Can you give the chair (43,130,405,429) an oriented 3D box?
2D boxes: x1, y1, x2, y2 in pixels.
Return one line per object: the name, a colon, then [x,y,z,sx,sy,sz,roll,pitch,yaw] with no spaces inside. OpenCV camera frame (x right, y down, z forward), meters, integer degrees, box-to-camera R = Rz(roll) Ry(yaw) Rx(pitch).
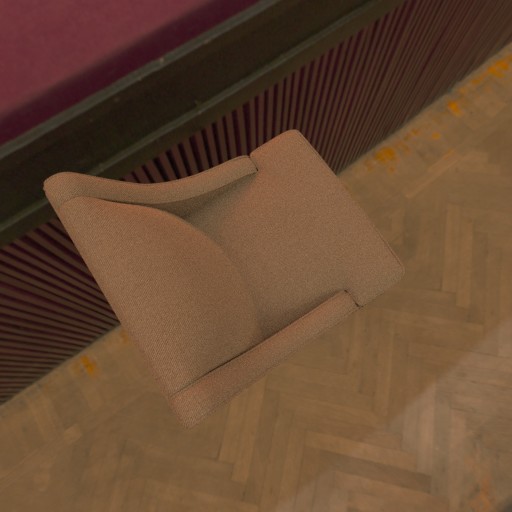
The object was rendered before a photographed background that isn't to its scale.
chair: [0.000,0.000,1.375,0.748,0.872,0.628,-33,78,-8]
